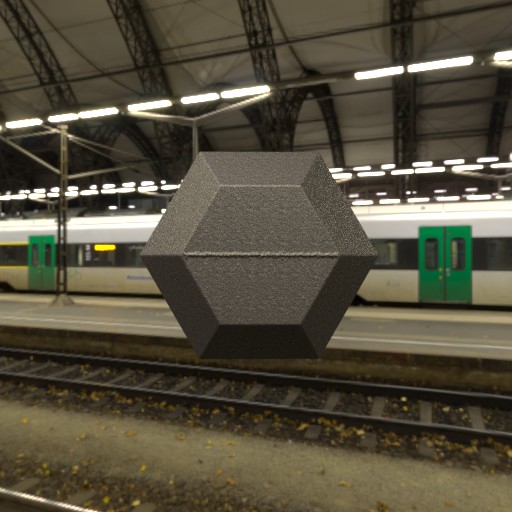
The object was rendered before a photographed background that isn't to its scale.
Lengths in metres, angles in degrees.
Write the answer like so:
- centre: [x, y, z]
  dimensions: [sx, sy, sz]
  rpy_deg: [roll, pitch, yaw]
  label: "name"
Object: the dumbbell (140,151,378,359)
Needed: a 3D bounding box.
- centre: [0.000, 0.000, 0.341]
  dimensions: [0.122, 0.106, 0.271]
  rpy_deg: [0, 0, -1]
  label: "dumbbell"
